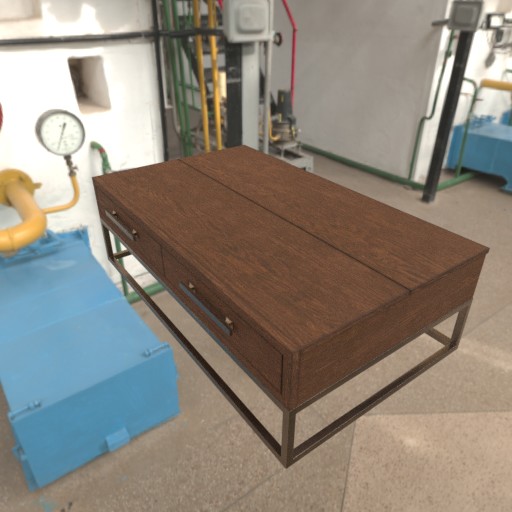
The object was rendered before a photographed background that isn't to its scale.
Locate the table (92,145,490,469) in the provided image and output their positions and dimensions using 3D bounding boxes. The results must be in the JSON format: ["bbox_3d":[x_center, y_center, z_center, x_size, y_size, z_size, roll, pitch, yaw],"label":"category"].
[{"bbox_3d":[0.000,0.000,1.517,0.719,0.361,1.167,-20,36,-30],"label":"table"}]
